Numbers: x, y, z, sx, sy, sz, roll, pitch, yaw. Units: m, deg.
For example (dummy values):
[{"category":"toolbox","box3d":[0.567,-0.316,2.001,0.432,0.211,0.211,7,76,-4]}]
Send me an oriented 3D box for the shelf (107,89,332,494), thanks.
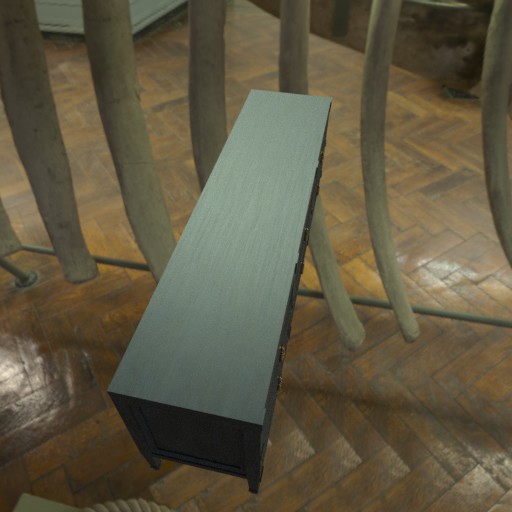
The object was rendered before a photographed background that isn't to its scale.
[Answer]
[{"category":"shelf","box3d":[0.000,0.000,2.136,0.471,0.715,1.878,9,48,8]}]
